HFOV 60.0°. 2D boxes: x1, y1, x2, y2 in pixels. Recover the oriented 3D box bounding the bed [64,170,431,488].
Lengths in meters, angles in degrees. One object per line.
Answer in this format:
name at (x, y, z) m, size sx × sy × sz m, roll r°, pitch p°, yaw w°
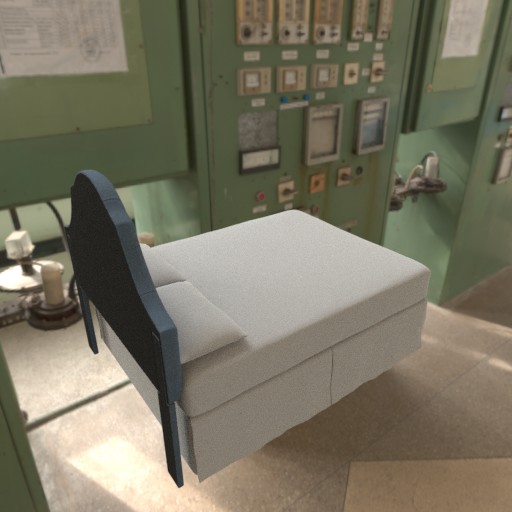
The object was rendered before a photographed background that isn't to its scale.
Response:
bed at (0.000, 0.000, 3.169) m, size 2.155 × 1.575 × 1.636 m, roll -18°, pitch 32°, yaw -32°
